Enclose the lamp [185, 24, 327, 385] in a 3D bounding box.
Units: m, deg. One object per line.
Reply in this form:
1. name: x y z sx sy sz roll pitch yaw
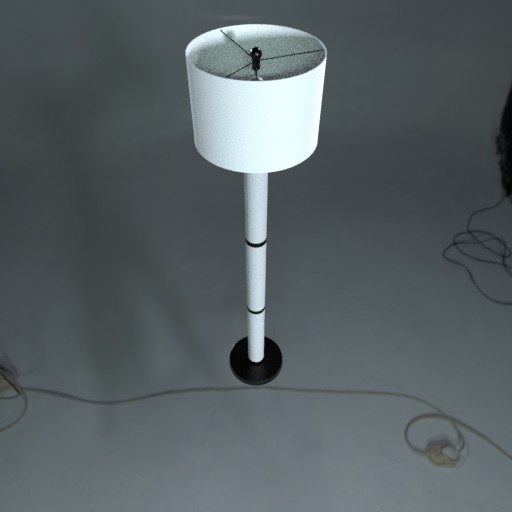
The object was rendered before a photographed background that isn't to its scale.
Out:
1. lamp: 0.000 0.000 1.750 0.377 1.599 0.377 -3 46 -3
